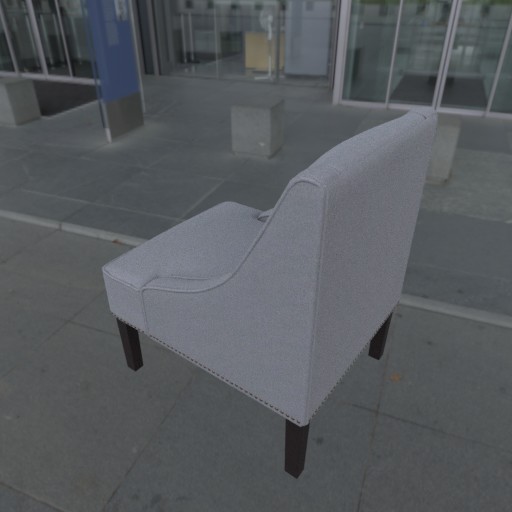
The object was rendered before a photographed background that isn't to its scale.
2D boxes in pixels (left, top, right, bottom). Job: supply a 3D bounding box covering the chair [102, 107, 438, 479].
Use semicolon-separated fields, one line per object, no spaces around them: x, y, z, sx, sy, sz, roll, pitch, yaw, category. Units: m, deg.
0.000;0.000;1.352;0.747;0.867;0.631;21;38;30;chair
